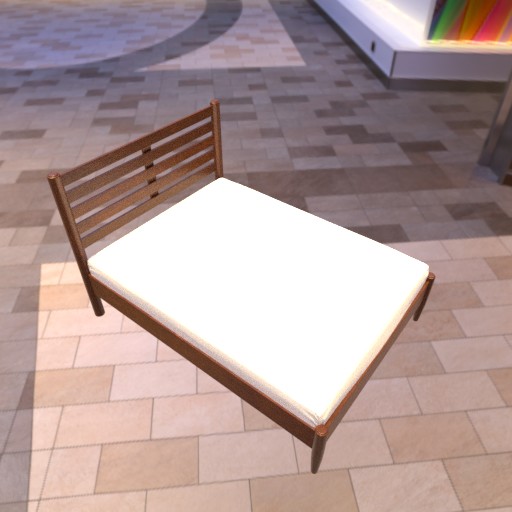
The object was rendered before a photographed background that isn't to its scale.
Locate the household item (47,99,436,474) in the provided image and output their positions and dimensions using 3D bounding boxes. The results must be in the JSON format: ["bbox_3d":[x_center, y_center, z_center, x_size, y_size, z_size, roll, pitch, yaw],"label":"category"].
[{"bbox_3d":[0.000,0.000,3.318,2.232,1.356,1.663,27,47,28],"label":"household item"}]
